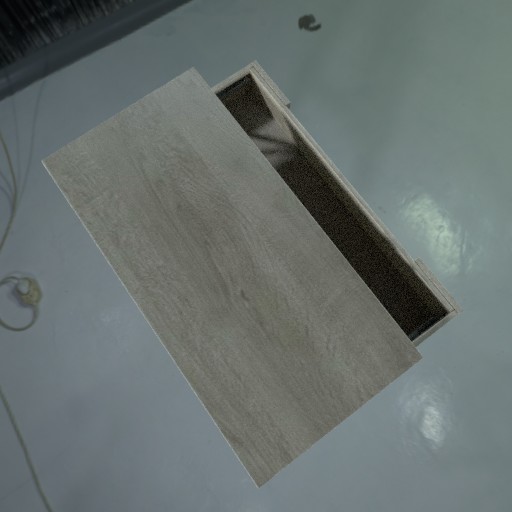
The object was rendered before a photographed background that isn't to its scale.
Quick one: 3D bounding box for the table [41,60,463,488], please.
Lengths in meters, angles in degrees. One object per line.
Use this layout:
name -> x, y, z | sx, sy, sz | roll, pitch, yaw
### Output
table -> 0.000, 0.000, 1.428 | 0.711, 0.570, 1.000 | -35, 79, -8
